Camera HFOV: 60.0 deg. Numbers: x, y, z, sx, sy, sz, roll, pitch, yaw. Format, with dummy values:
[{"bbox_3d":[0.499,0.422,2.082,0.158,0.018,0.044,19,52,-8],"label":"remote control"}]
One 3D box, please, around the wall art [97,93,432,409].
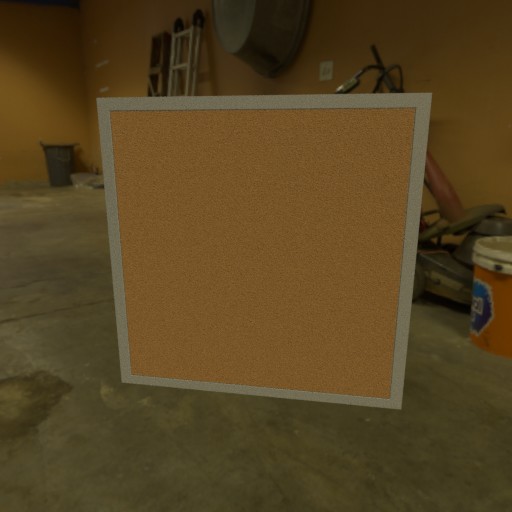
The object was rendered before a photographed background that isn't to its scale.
[{"bbox_3d":[0.000,0.000,0.744,0.506,0.506,0.038,3,15,9],"label":"wall art"}]
